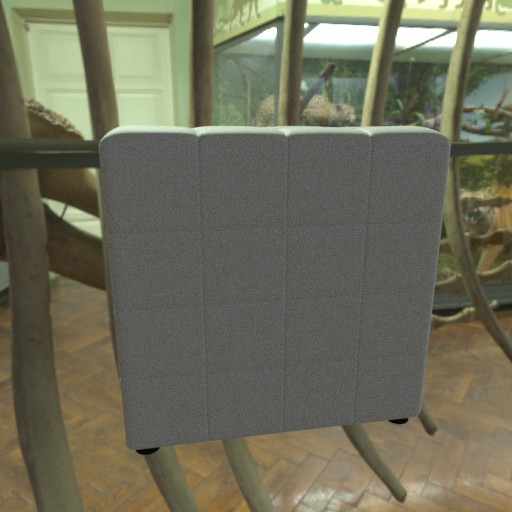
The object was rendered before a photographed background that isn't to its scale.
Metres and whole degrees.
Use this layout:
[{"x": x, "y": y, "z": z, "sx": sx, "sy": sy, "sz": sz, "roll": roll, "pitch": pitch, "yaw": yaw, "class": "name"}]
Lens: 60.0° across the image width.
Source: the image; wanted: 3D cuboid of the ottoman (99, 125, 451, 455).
[{"x": 0.000, "y": 0.000, "z": 0.768, "sx": 0.425, "sy": 0.432, "sz": 0.425, "roll": -3, "pitch": 16, "yaw": -10, "class": "ottoman"}]
